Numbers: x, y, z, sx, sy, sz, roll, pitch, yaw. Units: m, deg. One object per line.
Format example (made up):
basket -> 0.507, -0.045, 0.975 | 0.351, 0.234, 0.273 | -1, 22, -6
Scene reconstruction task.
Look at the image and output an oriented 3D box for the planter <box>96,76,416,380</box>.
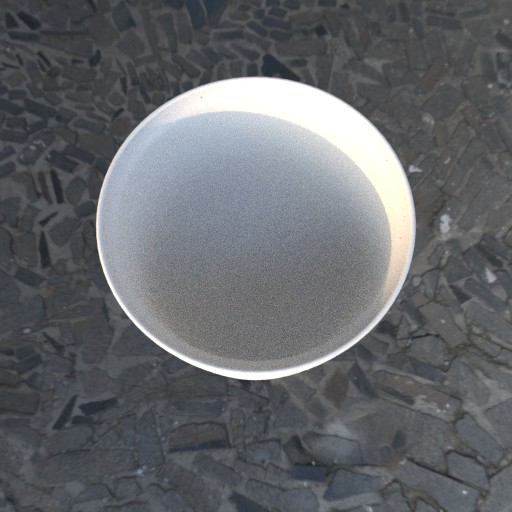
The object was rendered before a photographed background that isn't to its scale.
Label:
planter -> 0.000, 0.000, 0.498 | 0.268, 0.270, 0.268 | 0, 74, 0
